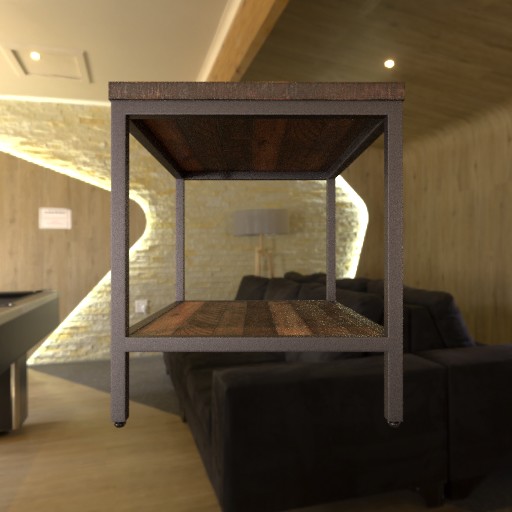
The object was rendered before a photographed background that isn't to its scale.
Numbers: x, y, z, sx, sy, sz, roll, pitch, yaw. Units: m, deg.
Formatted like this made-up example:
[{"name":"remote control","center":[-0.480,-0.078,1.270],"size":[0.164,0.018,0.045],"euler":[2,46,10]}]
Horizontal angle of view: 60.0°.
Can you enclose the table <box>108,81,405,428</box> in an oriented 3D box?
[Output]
[{"name":"table","center":[0.000,0.000,1.118],"size":[0.524,0.612,0.678],"euler":[0,0,0]}]
